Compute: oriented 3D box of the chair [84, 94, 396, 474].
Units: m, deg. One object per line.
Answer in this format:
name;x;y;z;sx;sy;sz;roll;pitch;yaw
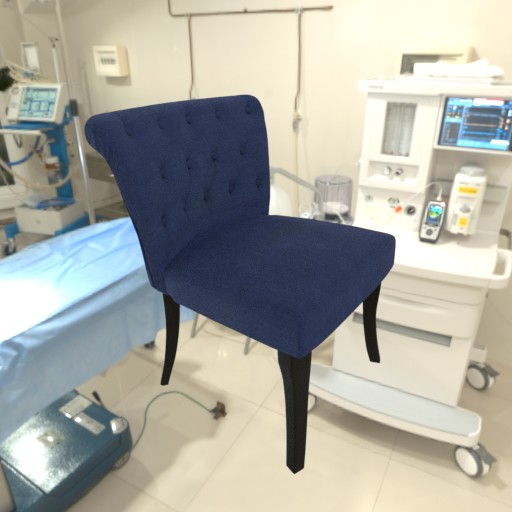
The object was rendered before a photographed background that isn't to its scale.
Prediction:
chair;0.000;0.000;1.185;0.606;0.753;0.585;17;30;32
